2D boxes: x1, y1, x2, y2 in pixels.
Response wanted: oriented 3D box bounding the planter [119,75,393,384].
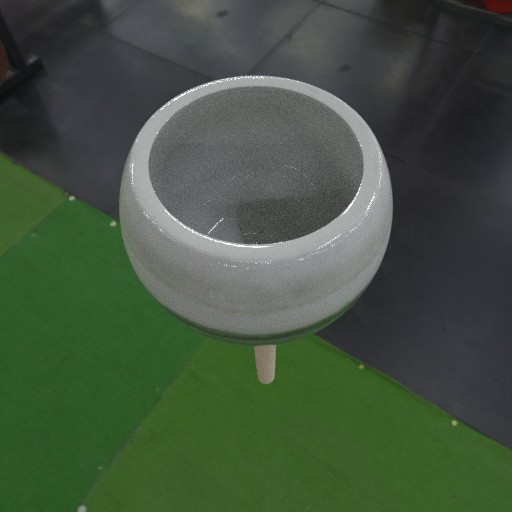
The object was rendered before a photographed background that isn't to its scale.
[{"bbox_3d":[0.000,0.000,0.436,0.222,0.278,0.222,0,58,0],"label":"planter"}]
